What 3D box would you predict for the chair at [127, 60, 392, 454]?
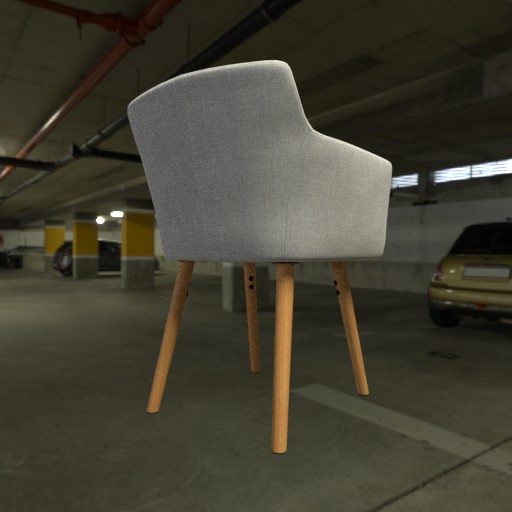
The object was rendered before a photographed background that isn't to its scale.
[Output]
[{"bbox_3d":[0.000,0.000,1.150,0.570,0.780,0.540,1,1,36],"label":"chair"}]
